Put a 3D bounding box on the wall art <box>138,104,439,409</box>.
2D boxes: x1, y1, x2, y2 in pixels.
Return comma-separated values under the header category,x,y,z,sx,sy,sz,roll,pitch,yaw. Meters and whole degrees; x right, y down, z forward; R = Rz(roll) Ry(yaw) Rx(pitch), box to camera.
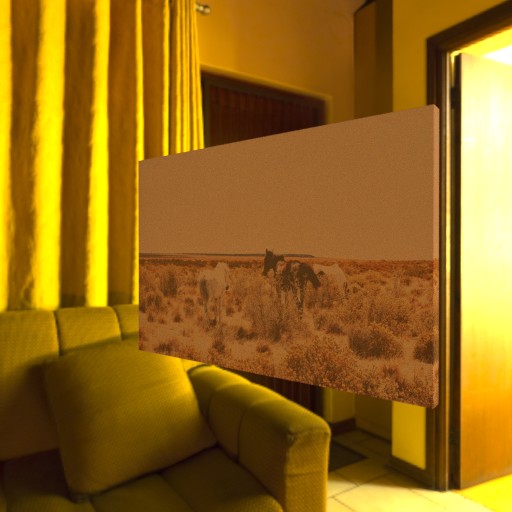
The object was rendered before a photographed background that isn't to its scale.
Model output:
category,x,y,z,sx,sy,sz,roll,pitch,yaw
wall art,0.000,0.000,1.463,1.138,0.761,0.051,0,0,36
